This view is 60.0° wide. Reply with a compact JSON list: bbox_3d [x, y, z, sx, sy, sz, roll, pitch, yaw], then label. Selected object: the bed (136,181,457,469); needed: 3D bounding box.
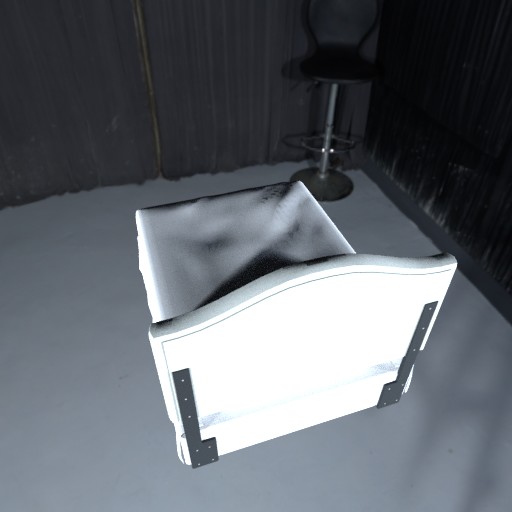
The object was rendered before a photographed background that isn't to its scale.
[{"bbox_3d":[0.000,0.000,3.458,1.813,1.607,2.180,-12,43,-14],"label":"bed"}]
